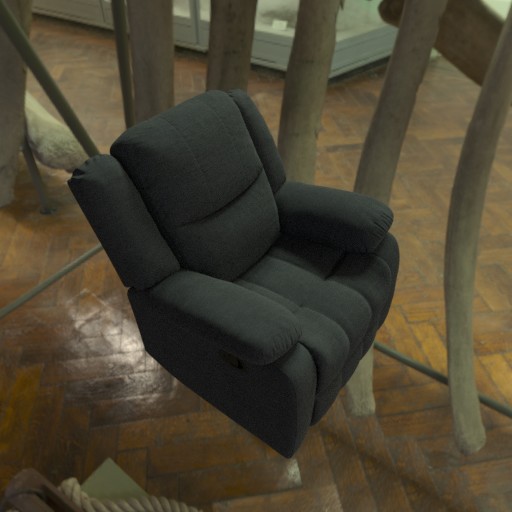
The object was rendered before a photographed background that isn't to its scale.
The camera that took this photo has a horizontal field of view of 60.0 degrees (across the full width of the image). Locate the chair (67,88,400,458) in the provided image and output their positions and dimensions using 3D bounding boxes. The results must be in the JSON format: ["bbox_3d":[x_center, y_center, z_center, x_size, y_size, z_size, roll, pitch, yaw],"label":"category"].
[{"bbox_3d":[0.000,0.000,1.693,0.944,1.008,0.899,26,48,26],"label":"chair"}]
